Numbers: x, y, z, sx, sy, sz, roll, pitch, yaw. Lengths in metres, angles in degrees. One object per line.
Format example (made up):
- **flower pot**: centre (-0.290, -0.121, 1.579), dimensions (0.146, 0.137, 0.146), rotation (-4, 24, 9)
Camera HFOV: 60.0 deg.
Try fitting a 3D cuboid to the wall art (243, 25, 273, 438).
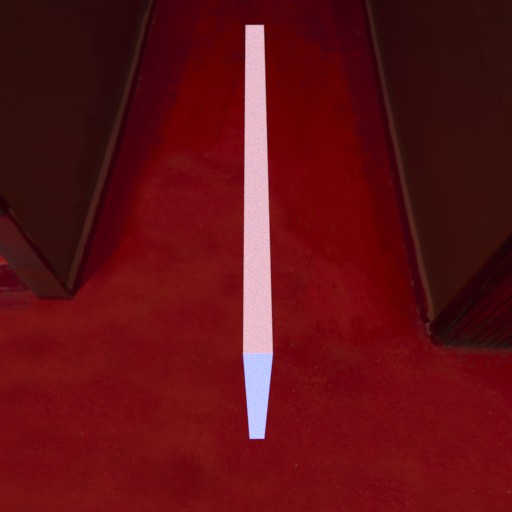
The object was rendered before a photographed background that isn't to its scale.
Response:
- **wall art**: centre (0.000, 0.000, 1.141), dimensions (0.041, 0.765, 0.768), rotation (0, 59, 0)
